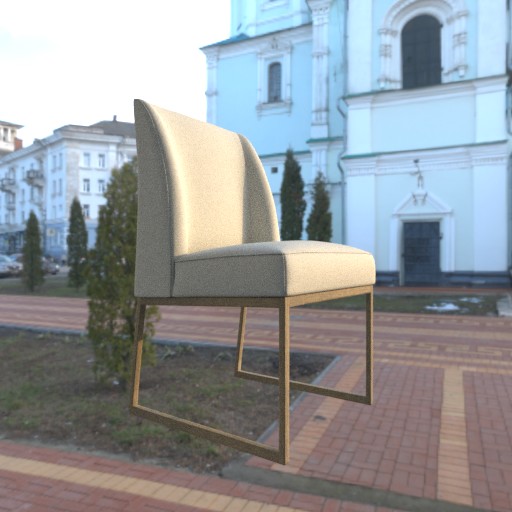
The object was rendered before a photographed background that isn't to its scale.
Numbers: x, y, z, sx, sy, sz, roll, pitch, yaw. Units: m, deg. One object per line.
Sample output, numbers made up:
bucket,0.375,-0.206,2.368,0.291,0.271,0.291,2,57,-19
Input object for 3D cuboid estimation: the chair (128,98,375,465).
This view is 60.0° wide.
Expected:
chair,0.000,0.000,1.250,0.522,0.863,0.508,0,0,37
